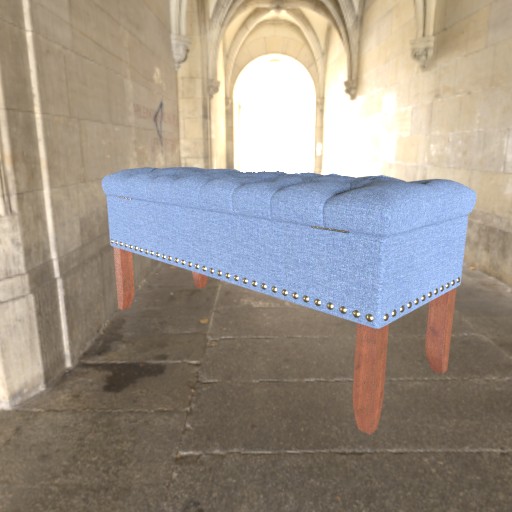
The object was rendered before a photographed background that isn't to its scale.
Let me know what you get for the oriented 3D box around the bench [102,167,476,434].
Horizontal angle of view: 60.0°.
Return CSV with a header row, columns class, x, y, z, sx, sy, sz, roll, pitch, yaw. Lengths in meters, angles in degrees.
class,x,y,z,sx,sy,sz,roll,pitch,yaw
bench,0.000,0.000,1.297,0.417,0.492,1.052,-13,19,-43
